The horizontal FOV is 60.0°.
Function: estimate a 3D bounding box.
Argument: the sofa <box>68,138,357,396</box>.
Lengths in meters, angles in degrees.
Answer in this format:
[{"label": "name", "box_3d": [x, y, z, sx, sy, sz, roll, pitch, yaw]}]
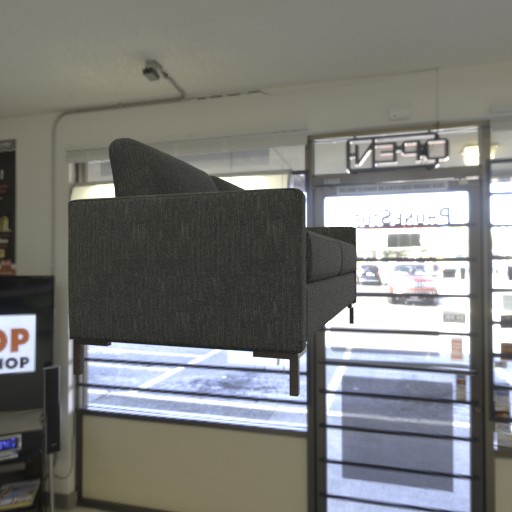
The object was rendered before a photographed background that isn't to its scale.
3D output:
[{"label": "sofa", "box_3d": [0.000, 0.000, 2.233, 0.866, 0.862, 1.716, 0, -1, 18]}]
